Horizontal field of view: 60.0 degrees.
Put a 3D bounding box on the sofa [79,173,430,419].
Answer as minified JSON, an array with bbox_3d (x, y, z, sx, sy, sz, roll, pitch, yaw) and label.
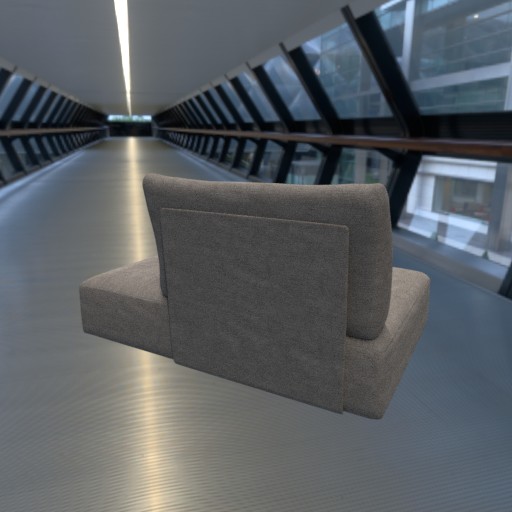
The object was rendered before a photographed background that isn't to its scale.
[{"bbox_3d":[0.000,0.000,2.078,1.450,0.820,1.002,8,17,28],"label":"sofa"}]
